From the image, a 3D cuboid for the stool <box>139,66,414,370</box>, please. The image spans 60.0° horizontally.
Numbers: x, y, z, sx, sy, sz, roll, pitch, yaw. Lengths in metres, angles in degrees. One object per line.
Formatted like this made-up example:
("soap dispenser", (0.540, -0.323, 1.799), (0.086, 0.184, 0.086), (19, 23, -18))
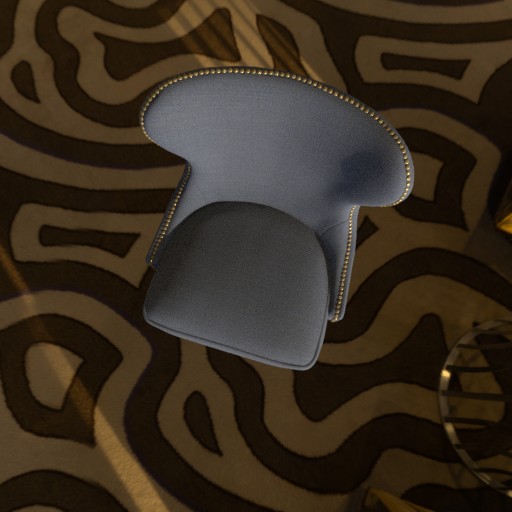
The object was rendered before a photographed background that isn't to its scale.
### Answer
("stool", (0.000, 0.000, 1.339), (0.615, 0.972, 0.597), (16, 75, 4))
